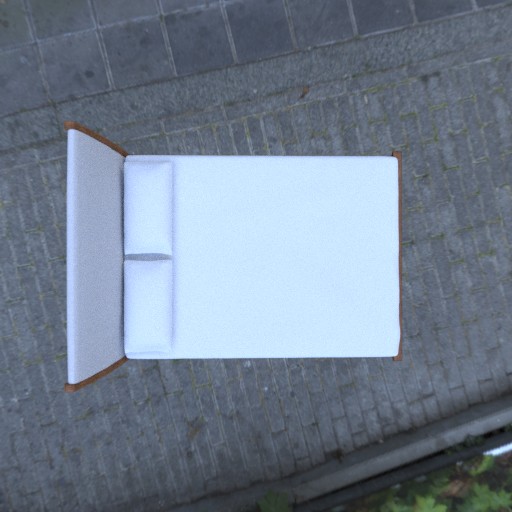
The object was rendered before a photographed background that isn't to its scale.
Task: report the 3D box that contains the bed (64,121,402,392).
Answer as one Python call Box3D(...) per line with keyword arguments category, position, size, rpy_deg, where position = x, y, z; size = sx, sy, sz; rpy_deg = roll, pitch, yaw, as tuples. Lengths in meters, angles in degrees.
Box3D(category="bed", position=(0.000, 0.000, 2.962), size=(2.108, 1.135, 1.502), rpy_deg=(0, 90, -2))
